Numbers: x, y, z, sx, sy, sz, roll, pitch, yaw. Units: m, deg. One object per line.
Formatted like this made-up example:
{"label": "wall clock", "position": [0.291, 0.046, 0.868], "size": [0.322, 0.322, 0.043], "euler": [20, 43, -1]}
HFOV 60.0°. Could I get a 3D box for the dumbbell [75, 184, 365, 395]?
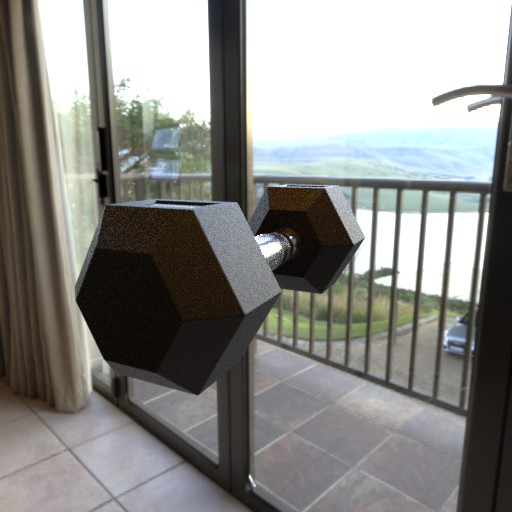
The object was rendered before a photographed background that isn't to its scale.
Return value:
{"label": "dumbbell", "position": [0.000, 0.000, 0.324], "size": [0.106, 0.092, 0.272], "euler": [6, 13, 26]}
